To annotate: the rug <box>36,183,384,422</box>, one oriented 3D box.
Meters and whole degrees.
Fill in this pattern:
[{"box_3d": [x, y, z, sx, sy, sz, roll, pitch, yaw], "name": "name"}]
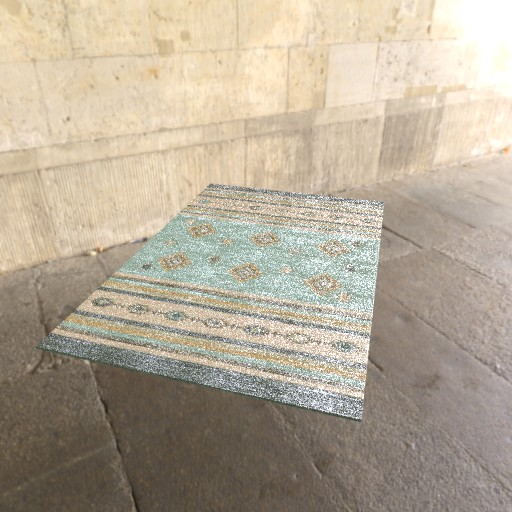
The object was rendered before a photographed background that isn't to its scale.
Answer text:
[{"box_3d": [0.000, 0.000, 2.286, 1.212, 0.010, 1.811, 8, 31, 14], "name": "rug"}]
